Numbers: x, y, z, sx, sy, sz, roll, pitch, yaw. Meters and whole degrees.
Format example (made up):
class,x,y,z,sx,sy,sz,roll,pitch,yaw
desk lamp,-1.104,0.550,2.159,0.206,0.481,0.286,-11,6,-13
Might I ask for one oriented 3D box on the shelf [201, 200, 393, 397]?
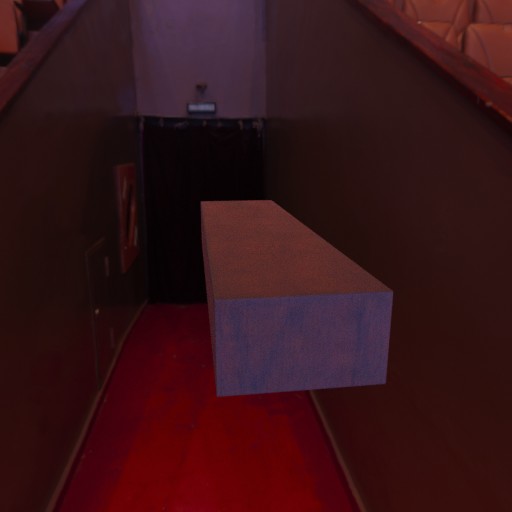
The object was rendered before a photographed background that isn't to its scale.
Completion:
class,x,y,z,sx,sy,sz,roll,pitch,yaw
shelf,0.000,0.000,0.669,0.152,0.088,0.607,-2,15,-8
